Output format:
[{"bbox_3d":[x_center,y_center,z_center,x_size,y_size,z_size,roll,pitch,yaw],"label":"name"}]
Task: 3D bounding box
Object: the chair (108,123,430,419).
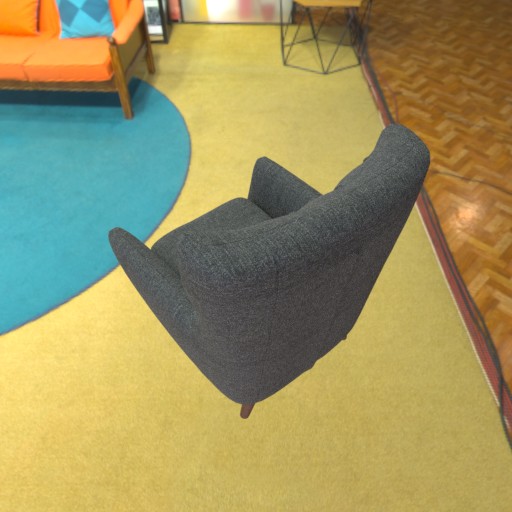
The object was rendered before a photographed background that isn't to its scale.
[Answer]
[{"bbox_3d":[0.000,0.000,1.748,0.878,1.063,0.904,-31,54,-26],"label":"chair"}]
